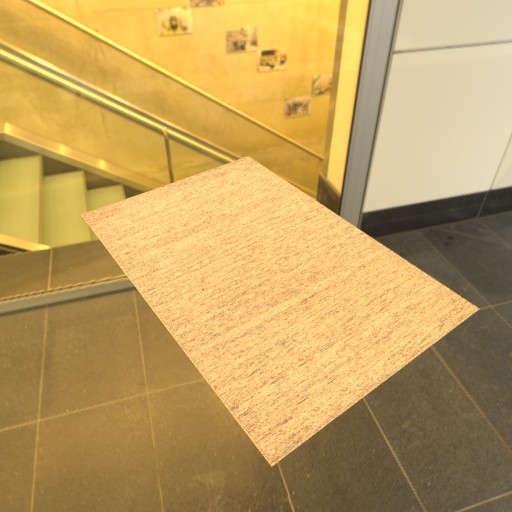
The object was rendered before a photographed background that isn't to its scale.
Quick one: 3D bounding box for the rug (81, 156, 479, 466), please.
[{"bbox_3d":[0.000,0.000,2.348,1.225,0.013,1.840,-26,47,-27],"label":"rug"}]
